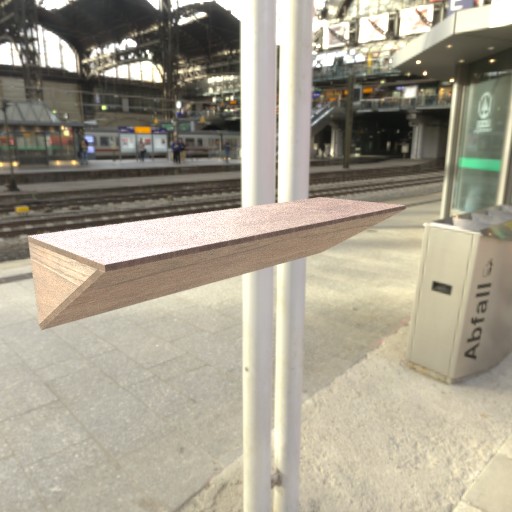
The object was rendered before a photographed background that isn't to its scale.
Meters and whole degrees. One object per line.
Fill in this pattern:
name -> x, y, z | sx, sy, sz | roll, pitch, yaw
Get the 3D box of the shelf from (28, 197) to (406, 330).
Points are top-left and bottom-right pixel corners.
shelf -> 0.000, 0.000, 0.711 | 0.200, 0.125, 0.610 | 13, 19, 43
